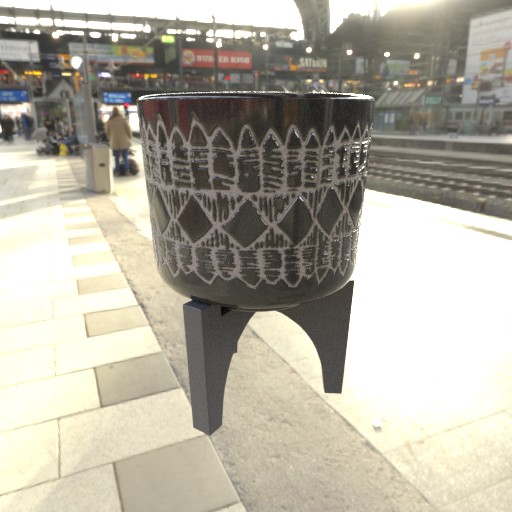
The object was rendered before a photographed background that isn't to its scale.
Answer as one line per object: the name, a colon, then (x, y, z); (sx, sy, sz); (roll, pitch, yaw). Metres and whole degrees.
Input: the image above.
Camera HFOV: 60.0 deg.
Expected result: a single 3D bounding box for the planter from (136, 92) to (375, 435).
planter: (0.000, 0.000, 0.530); (0.251, 0.355, 0.251); (-8, 19, -25)
